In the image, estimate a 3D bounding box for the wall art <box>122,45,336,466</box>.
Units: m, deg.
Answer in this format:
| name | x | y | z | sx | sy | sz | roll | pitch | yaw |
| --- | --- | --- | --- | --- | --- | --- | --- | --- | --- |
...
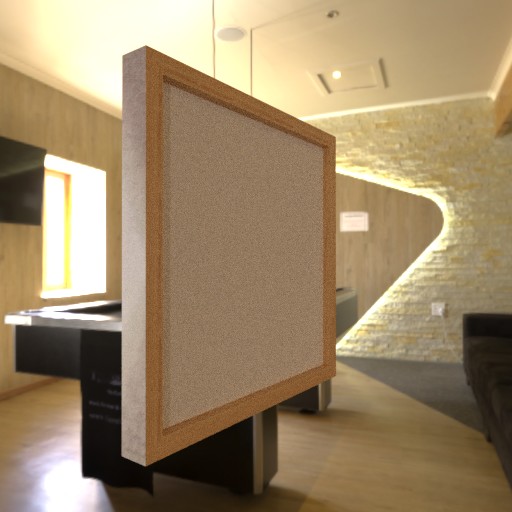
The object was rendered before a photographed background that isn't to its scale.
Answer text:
| name | x | y | z | sx | sy | sz | roll | pitch | yaw |
| --- | --- | --- | --- | --- | --- | --- | --- | --- | --- |
| wall art | 0.000 | 0.000 | 0.449 | 0.028 | 0.303 | 0.303 | 0 | 0 | 37 |
